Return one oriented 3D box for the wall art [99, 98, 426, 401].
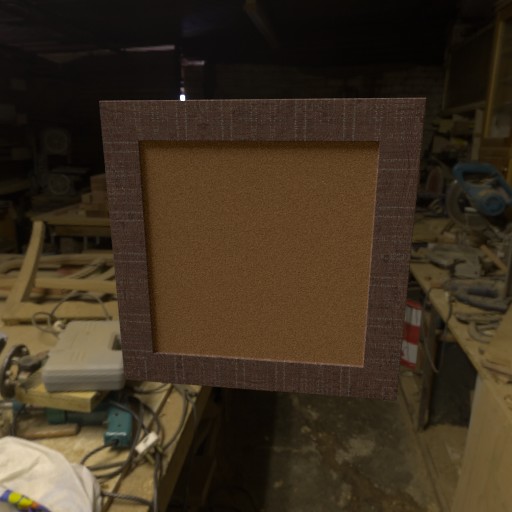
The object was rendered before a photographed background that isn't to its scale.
[{"bbox_3d":[0.000,0.000,0.800,0.531,0.531,0.029,2,16,8],"label":"wall art"}]
